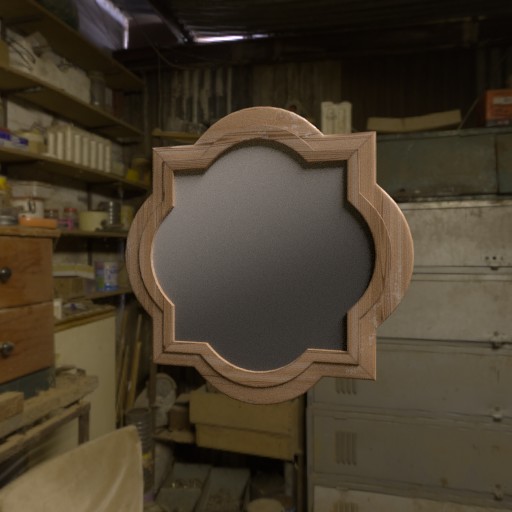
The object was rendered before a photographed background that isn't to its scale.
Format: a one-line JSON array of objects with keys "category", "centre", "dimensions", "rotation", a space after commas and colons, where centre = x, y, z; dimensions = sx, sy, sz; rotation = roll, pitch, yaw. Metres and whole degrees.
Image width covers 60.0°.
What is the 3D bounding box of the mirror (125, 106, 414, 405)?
[{"category": "mirror", "centre": [0.000, 0.000, 1.046], "dimensions": [0.686, 0.686, 0.019], "rotation": [0, 0, 16]}]
